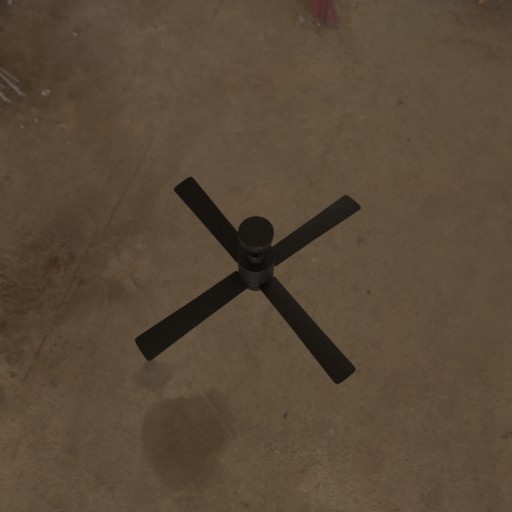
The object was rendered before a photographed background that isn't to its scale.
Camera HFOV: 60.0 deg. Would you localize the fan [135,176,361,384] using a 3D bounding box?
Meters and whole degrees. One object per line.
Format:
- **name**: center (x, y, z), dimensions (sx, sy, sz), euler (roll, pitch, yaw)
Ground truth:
- **fan**: center (0.000, 0.000, 2.361), dimensions (1.525, 0.534, 1.525), euler (-34, 69, -15)
